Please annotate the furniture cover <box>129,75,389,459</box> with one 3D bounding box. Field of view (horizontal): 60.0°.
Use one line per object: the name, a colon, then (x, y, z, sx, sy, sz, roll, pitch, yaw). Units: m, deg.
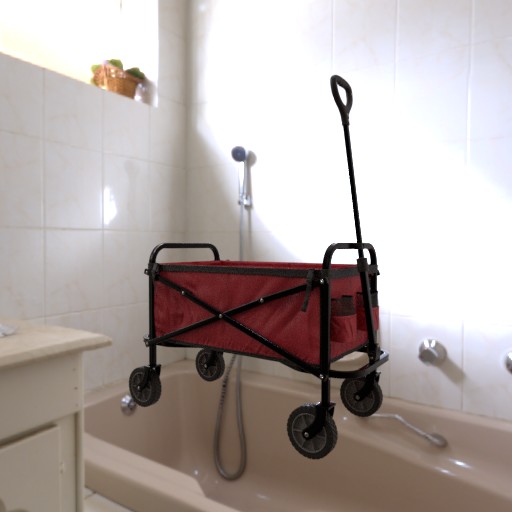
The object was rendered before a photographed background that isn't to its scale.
furniture cover: (0.000, 0.000, 1.823, 1.038, 1.295, 0.532, 1, 2, 35)
